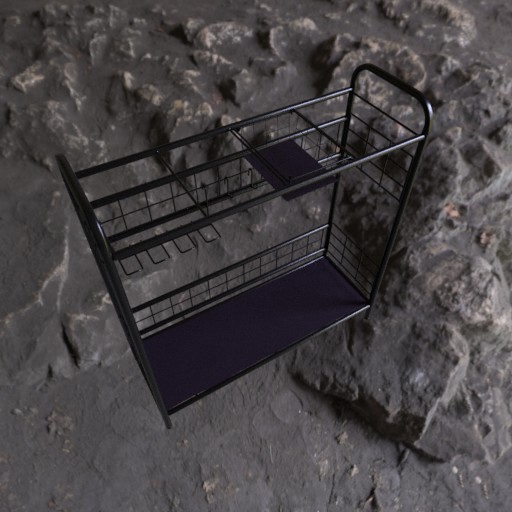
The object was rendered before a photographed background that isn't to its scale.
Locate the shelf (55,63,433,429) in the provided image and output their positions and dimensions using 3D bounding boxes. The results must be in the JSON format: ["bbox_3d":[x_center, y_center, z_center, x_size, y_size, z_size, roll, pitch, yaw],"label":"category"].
[{"bbox_3d":[0.000,0.000,1.508,0.961,1.026,0.350,-24,52,-20],"label":"shelf"}]
